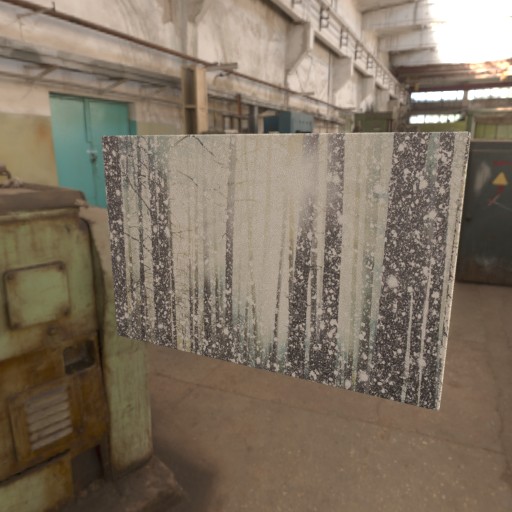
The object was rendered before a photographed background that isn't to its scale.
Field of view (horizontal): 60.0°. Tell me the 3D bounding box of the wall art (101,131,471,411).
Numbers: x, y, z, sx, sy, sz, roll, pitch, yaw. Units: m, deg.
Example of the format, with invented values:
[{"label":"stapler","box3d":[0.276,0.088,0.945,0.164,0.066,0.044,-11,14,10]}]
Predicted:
[{"label":"wall art","box3d":[0.000,0.000,0.753,0.618,0.398,0.042,7,16,25]}]
